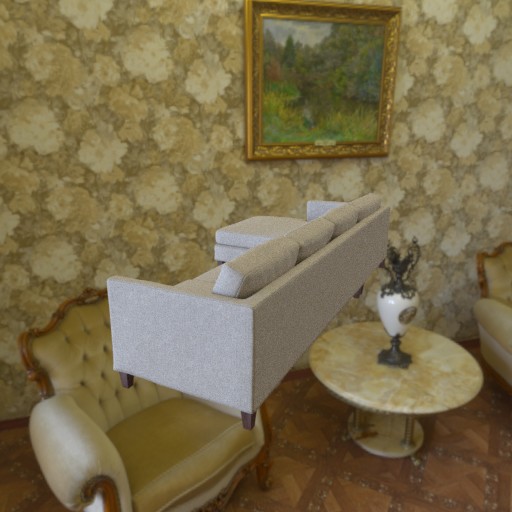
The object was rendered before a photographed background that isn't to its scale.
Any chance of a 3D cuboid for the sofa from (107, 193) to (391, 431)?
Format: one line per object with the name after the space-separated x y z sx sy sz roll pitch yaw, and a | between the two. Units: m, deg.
0.000 0.000 3.807 1.625 0.846 3.186 8 18 26 | sofa
